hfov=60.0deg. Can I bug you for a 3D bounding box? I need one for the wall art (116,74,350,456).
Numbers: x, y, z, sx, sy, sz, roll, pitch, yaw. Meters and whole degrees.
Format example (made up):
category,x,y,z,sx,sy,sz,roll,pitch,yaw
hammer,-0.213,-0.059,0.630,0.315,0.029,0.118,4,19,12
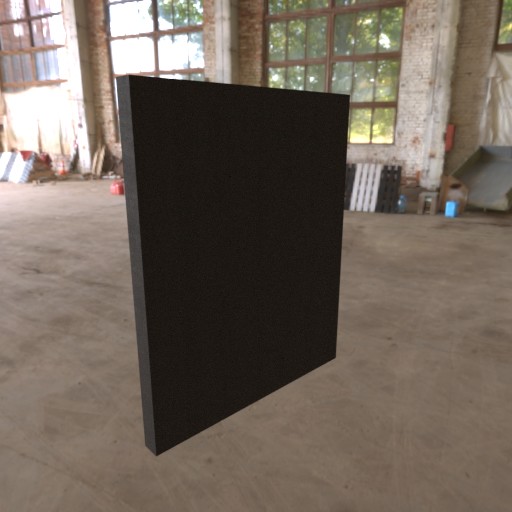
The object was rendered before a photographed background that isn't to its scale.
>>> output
category,x,y,z,sx,sy,sz,roll,pitch,yaw
wall art,0.000,0.000,0.774,0.455,0.552,0.034,-14,21,-41
